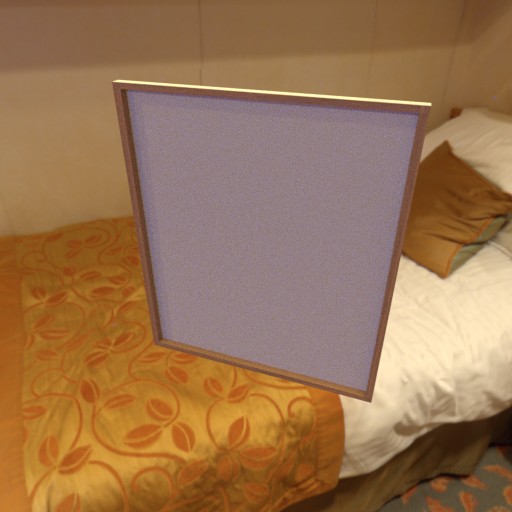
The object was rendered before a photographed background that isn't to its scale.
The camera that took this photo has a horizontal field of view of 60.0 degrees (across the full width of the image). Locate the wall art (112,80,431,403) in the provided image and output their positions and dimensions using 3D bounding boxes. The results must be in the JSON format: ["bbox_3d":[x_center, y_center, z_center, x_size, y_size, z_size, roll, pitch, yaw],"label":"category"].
[{"bbox_3d":[0.000,0.000,0.999,0.609,0.710,0.021,11,33,17],"label":"wall art"}]
